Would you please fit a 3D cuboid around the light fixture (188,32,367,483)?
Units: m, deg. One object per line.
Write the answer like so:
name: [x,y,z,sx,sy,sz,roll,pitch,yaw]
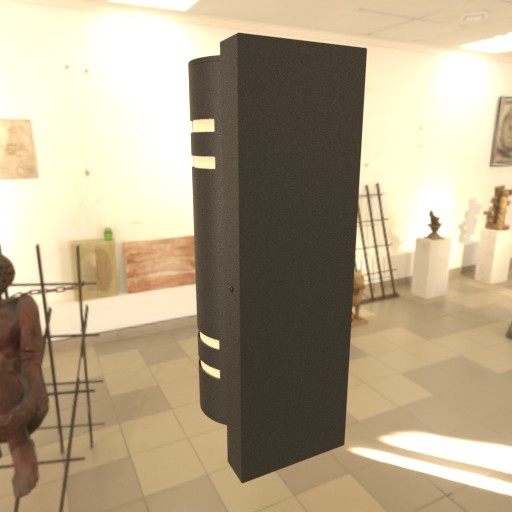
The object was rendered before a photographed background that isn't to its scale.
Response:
light fixture: [0.000,0.000,0.401,0.105,0.330,0.149,-7,16,-26]
